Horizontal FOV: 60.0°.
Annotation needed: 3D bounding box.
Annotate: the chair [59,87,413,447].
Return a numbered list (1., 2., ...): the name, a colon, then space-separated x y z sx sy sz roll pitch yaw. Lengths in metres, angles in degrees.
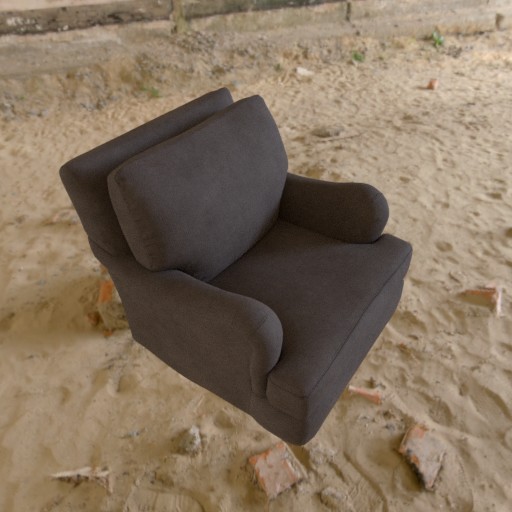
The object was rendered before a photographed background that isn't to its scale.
1. chair: 0.000 0.000 1.833 1.070 0.997 0.955 26 48 26
